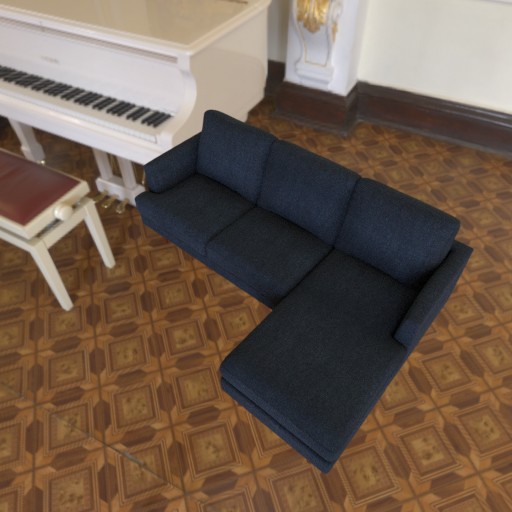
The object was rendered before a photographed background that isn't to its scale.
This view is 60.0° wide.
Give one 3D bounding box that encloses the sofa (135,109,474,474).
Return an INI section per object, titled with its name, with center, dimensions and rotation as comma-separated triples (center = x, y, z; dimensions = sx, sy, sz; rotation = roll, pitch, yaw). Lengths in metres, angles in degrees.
[sofa]
center = 0.000, 0.000, 2.953
dimensions = 2.233, 0.956, 1.504
rotation = 32, 54, 26
